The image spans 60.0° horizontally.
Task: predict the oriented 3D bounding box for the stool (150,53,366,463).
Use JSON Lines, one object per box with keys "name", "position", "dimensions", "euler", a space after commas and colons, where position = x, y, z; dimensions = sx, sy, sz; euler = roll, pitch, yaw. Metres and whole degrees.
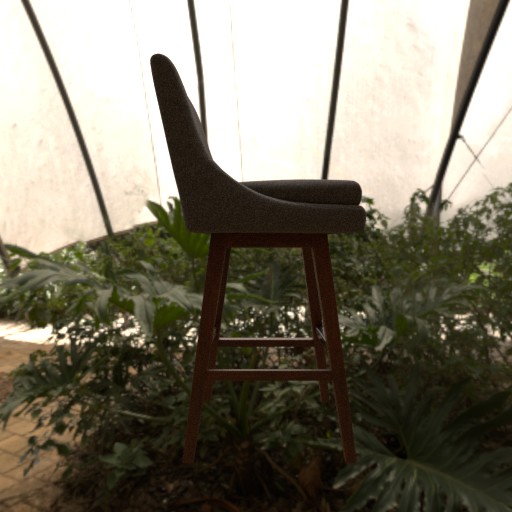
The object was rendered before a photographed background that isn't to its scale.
{"name": "stool", "position": [0.000, 0.000, 1.363], "dimensions": [0.572, 1.068, 0.489], "euler": [0, 2, 0]}
